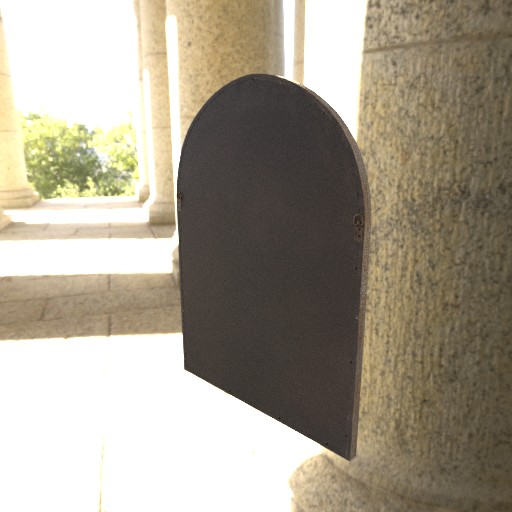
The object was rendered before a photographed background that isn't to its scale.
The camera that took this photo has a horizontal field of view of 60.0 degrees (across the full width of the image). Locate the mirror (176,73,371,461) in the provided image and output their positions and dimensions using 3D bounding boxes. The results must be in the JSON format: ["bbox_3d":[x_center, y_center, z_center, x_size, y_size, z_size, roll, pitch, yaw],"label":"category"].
[{"bbox_3d":[0.000,0.000,1.202,0.660,0.920,0.032,13,20,42],"label":"mirror"}]
